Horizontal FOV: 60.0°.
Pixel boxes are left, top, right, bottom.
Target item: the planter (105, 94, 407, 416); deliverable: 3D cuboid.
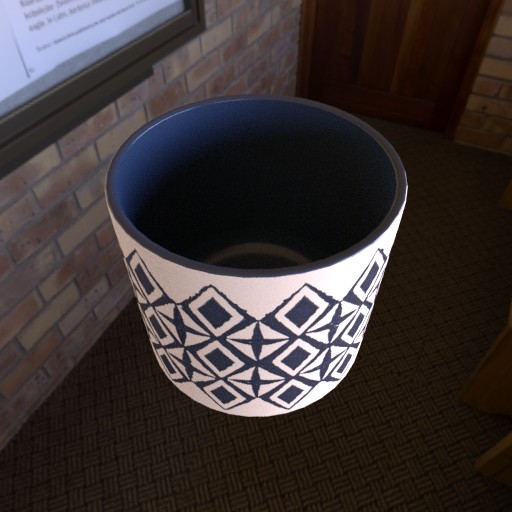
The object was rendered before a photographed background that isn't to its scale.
[{"bbox_3d":[0.000,0.000,0.330,0.182,0.165,0.182,0,47,0],"label":"planter"}]
